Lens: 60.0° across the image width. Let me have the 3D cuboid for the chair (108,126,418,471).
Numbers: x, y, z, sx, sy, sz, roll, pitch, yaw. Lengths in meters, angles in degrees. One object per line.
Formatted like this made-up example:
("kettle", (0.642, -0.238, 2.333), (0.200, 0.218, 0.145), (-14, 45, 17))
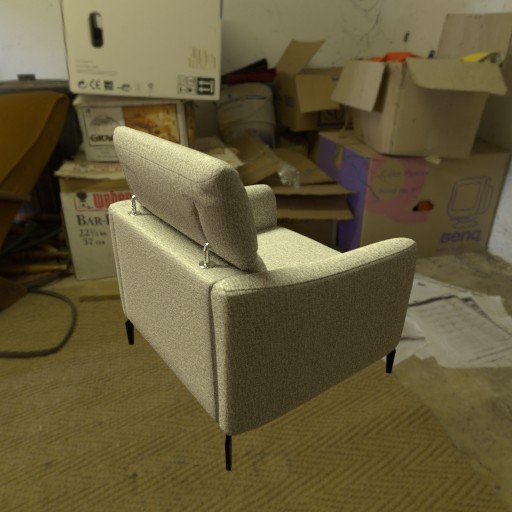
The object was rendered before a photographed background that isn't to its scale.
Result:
("chair", (0.000, 0.000, 1.718), (0.835, 0.967, 0.972), (-17, 30, -32))
